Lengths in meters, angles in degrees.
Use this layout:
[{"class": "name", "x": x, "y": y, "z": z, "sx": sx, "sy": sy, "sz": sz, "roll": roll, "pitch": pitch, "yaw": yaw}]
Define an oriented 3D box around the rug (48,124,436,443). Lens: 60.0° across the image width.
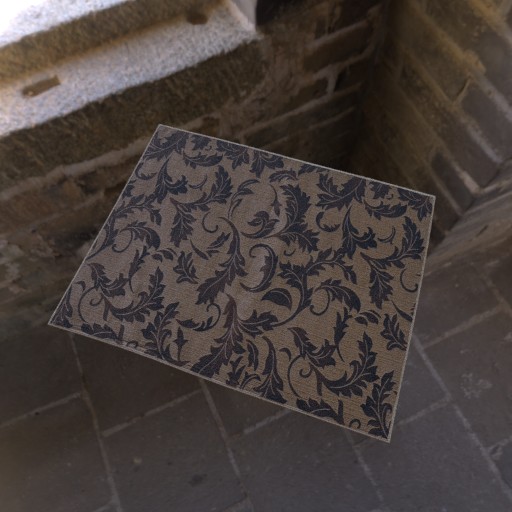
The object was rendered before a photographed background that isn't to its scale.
[{"class": "rug", "x": 0.000, "y": 0.000, "z": 4.083, "sx": 2.977, "sy": 0.008, "sz": 2.380, "roll": 17, "pitch": 65, "yaw": 8}]
